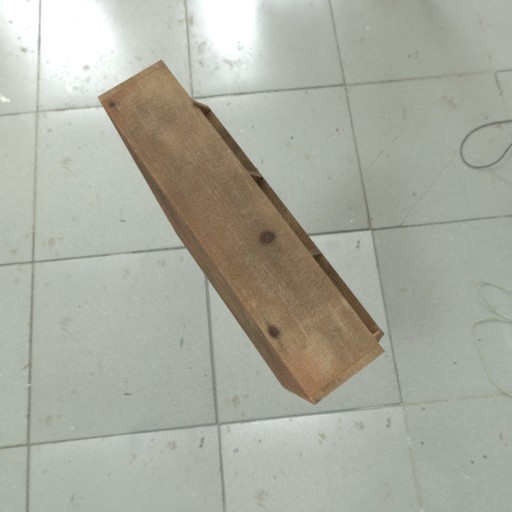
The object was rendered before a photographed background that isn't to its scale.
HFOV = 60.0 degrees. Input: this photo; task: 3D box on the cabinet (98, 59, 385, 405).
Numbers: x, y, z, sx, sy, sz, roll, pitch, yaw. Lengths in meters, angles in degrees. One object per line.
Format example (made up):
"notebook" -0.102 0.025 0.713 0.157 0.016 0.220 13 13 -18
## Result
"cabinet" 0.000 0.000 0.851 0.184 0.590 0.489 -34 78 -8
